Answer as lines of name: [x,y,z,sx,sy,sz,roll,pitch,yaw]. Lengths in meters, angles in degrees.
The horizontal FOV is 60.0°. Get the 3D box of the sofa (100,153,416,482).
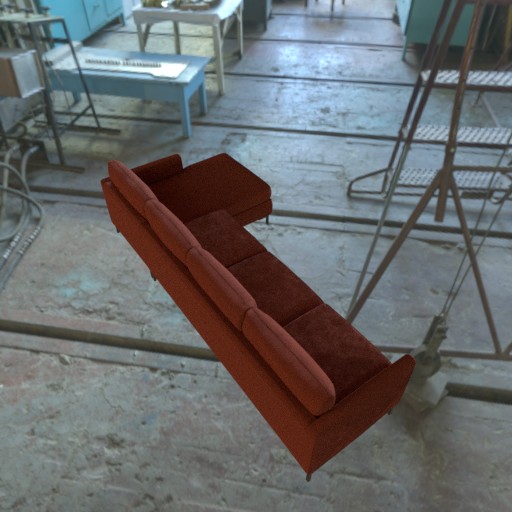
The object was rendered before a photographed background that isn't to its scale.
sofa: [0.000,0.000,3.488,1.350,0.810,2.932,-26,49,-25]
